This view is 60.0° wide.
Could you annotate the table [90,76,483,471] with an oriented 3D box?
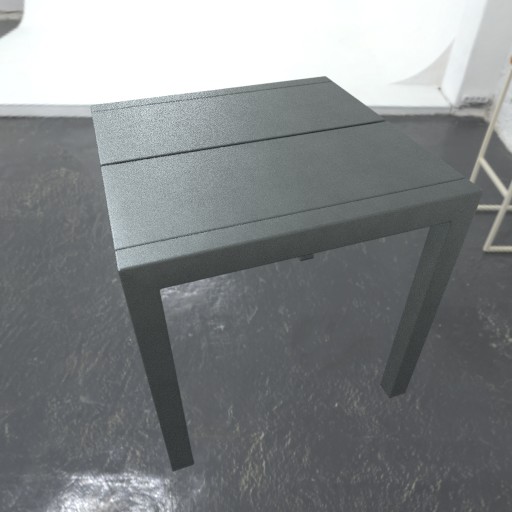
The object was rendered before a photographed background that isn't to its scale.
[{"bbox_3d":[0.000,0.000,0.908,0.508,0.508,0.508,-13,42,-15],"label":"table"}]
